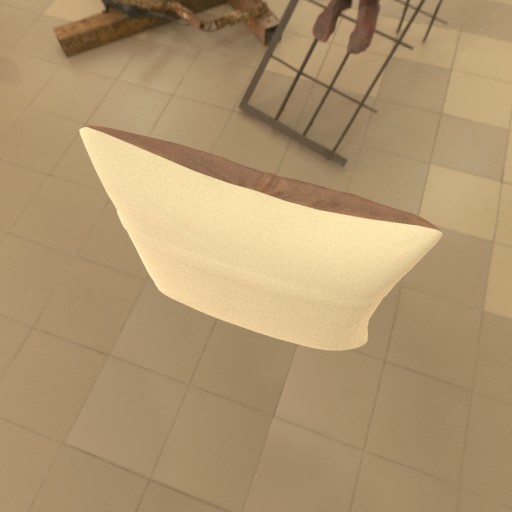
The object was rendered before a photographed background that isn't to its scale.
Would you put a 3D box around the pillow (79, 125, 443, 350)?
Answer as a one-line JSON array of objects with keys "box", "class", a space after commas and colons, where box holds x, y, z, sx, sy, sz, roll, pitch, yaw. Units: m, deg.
[{"box": [0.000, 0.000, 0.746, 0.484, 0.470, 0.192, 17, 65, 8], "class": "pillow"}]
